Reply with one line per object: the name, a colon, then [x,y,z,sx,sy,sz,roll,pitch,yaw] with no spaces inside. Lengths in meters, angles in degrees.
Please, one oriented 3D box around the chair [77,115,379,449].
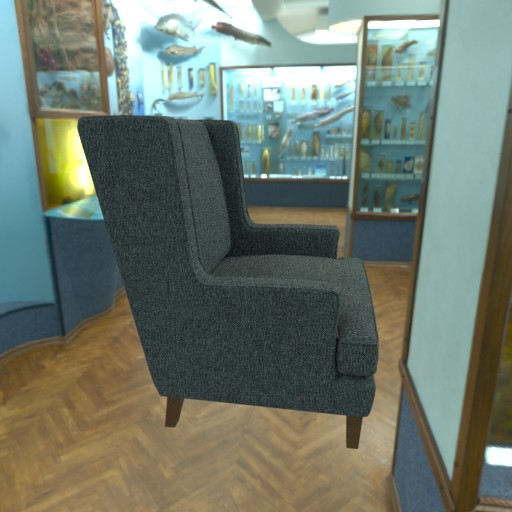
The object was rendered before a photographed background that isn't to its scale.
chair: [0.000,0.000,1.813,0.927,1.082,0.942,3,16,10]
